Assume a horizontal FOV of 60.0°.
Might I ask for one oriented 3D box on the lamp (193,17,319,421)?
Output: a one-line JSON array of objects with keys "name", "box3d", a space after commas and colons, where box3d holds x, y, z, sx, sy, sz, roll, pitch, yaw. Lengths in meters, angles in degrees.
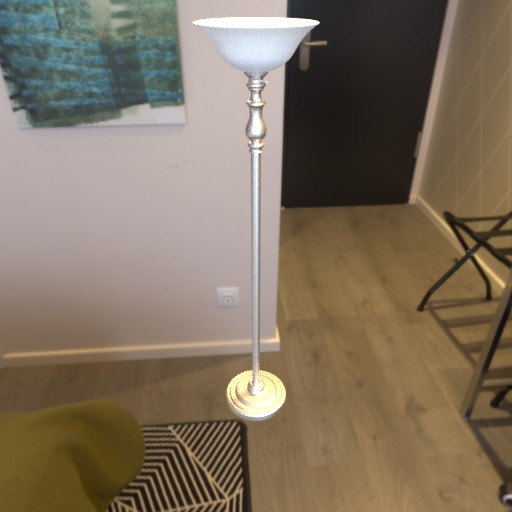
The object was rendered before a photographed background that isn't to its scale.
[{"name": "lamp", "box3d": [0.000, 0.000, 1.890, 0.405, 1.771, 0.405, -20, 37, -29]}]
